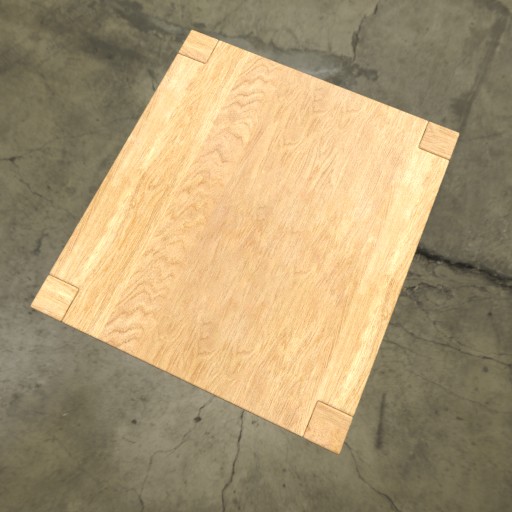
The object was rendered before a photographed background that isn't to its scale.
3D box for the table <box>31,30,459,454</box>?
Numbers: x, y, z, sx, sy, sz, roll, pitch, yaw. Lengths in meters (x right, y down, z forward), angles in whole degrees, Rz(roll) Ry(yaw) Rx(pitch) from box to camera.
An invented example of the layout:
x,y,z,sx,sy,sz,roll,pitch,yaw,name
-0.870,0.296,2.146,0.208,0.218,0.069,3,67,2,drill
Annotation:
x,y,z,sx,sy,sz,roll,pitch,yaw,name
0.000,0.000,0.834,0.440,0.450,0.480,24,77,6,table
